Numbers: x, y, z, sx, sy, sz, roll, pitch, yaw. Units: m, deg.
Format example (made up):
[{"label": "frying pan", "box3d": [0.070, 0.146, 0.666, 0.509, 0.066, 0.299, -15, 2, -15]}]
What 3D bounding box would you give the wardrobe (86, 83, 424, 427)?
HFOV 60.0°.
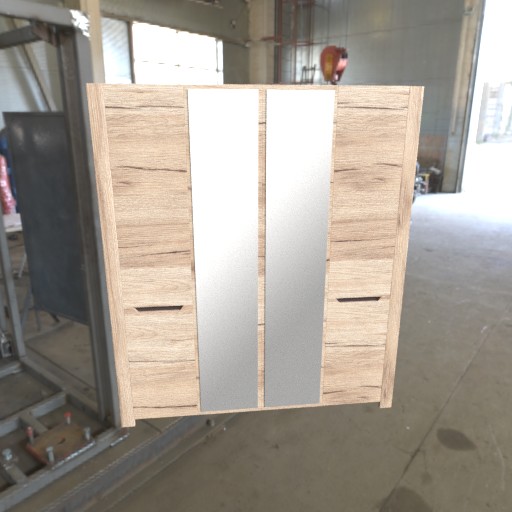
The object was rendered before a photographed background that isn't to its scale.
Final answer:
[{"label": "wardrobe", "box3d": [0.000, 0.000, 2.920, 1.810, 2.070, 0.580, -2, 17, -6]}]
